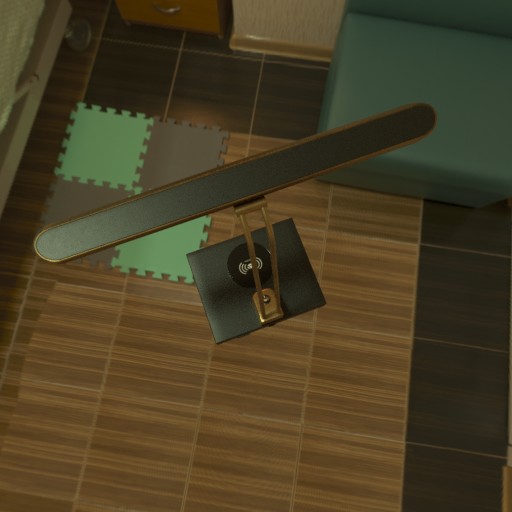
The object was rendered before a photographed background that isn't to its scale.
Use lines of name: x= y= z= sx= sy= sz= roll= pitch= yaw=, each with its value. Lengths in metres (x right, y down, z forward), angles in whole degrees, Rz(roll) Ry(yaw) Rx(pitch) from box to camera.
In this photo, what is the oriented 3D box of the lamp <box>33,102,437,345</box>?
lamp: x=0.000 y=0.000 z=0.571 sx=0.412 sy=0.345 sz=0.156 roll=-19 pitch=76 yaw=-5
